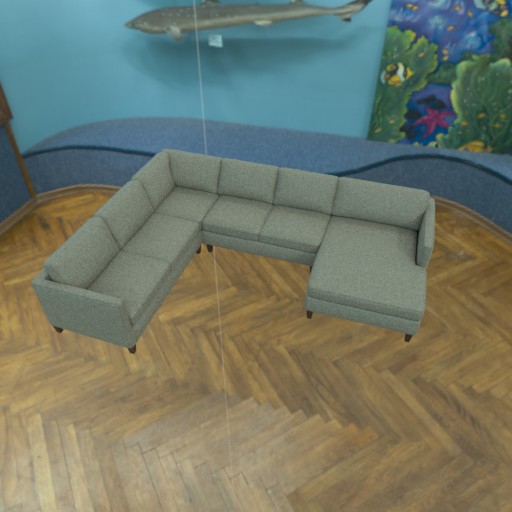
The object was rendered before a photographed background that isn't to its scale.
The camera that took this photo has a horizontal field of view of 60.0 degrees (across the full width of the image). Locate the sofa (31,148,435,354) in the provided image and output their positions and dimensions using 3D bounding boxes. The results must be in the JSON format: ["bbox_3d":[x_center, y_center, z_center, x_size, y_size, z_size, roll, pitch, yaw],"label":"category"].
[{"bbox_3d":[0.000,0.000,4.563,3.403,0.889,2.551,12,42,14],"label":"sofa"}]
